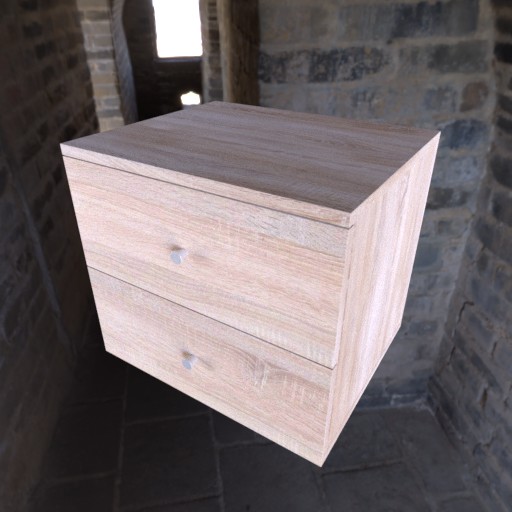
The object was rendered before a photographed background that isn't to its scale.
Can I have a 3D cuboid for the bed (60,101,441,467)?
[{"bbox_3d":[0.000,0.000,0.789,0.460,0.420,0.401,18,35,28],"label":"bed"}]
